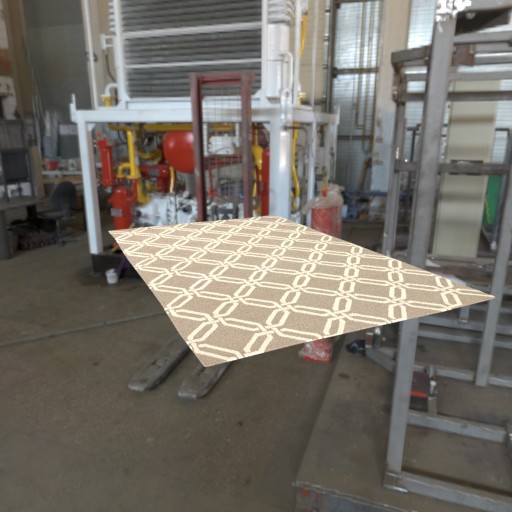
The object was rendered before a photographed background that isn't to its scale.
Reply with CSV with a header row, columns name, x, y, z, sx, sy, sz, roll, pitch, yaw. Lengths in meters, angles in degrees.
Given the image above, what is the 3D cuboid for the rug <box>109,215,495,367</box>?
name,x,y,z,sx,sy,sz,roll,pitch,yaw
rug,0.000,0.000,2.147,1.142,0.010,1.748,-8,18,-25
